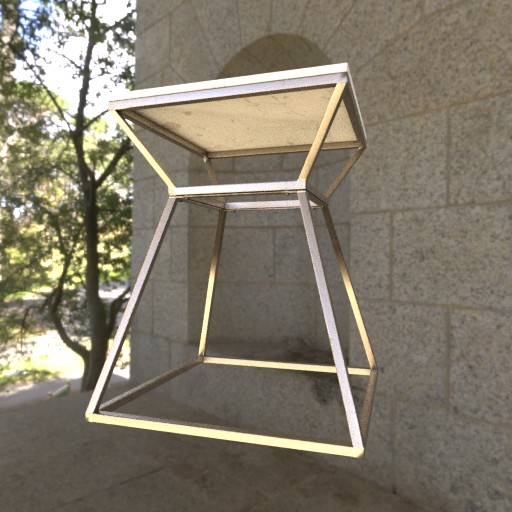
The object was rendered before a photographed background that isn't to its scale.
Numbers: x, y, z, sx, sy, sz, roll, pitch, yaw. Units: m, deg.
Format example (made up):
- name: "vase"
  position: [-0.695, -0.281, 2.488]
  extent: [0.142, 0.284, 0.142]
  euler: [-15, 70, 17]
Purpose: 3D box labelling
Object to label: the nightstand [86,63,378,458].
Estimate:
- name: "nightstand"
  position: [0.000, 0.000, 0.889]
  extent: [0.455, 0.554, 0.455]
  euler: [0, 0, 18]
